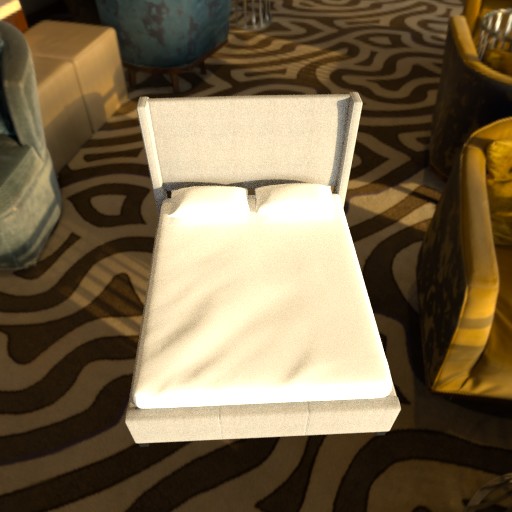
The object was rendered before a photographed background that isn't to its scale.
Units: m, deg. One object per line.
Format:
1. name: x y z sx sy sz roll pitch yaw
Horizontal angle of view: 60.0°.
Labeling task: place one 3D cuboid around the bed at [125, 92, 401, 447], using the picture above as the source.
1. bed: 0.000 0.000 3.348 1.774 1.491 2.222 -2 46 -2
